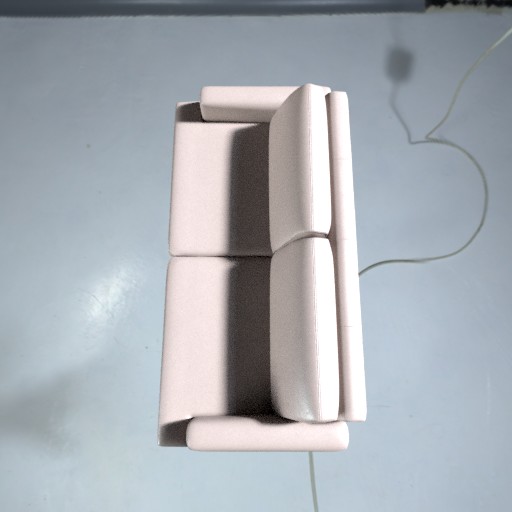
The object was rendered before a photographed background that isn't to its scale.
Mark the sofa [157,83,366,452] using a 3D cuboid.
[{"bbox_3d":[0.000,0.000,2.397,0.974,0.765,1.940,0,75,0],"label":"sofa"}]
